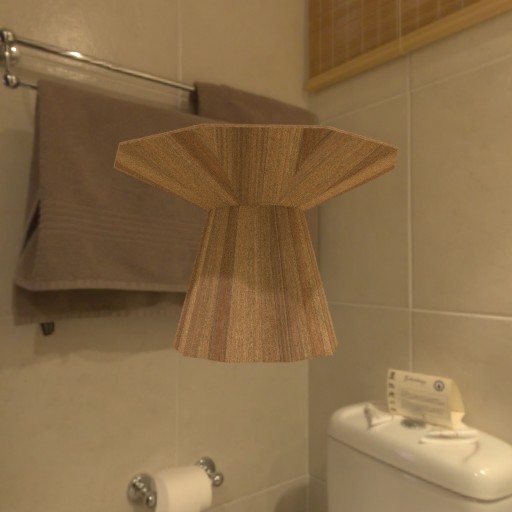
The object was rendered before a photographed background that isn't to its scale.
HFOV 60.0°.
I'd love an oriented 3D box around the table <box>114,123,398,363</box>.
[{"bbox_3d":[0.000,0.000,1.867,1.186,0.752,1.186,0,-1,0],"label":"table"}]
